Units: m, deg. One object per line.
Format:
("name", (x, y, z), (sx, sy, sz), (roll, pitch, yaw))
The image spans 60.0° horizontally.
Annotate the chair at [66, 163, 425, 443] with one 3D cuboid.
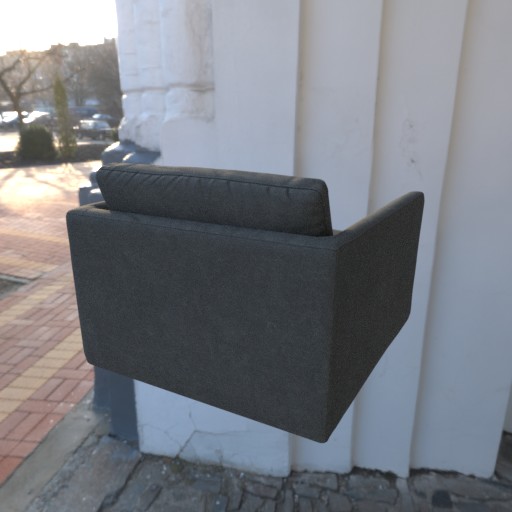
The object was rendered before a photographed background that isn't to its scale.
("chair", (0.000, 0.000, 1.906), (1.190, 0.845, 1.091), (9, 20, 26))
